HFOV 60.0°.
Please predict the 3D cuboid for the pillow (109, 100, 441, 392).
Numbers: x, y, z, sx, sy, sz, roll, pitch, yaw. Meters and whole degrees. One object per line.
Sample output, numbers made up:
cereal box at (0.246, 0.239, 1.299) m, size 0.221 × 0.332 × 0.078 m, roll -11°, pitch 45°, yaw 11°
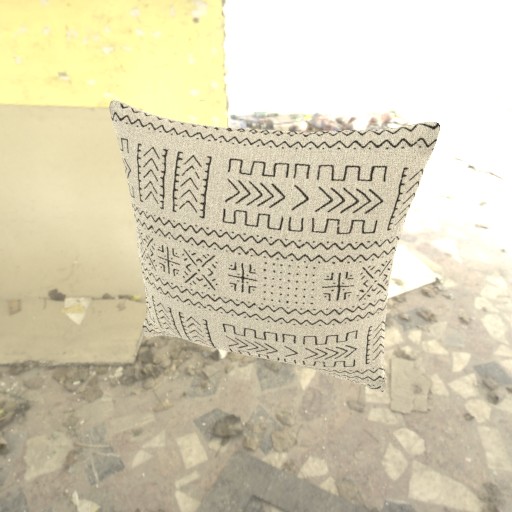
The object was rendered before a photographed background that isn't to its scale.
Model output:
pillow at (0.000, 0.000, 0.662) m, size 0.438 × 0.430 × 0.164 m, roll 9°, pitch 33°, yaw 15°
